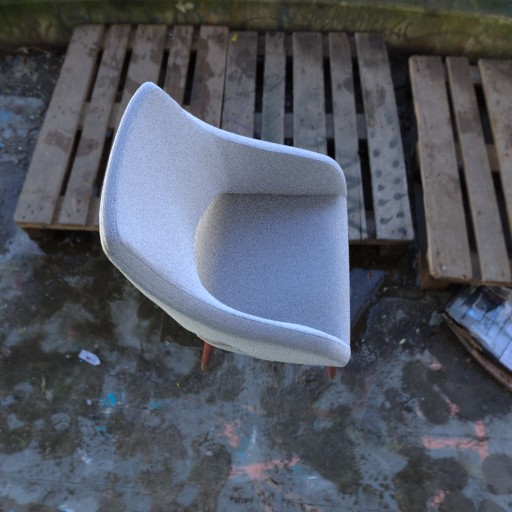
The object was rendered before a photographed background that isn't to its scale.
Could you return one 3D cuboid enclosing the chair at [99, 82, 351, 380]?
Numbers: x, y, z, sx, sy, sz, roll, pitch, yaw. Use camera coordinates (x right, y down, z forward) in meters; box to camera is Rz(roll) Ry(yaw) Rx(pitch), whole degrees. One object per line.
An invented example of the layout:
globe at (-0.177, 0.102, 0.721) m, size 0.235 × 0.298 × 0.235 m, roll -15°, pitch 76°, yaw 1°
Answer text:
chair at (0.000, 0.000, 1.287) m, size 0.600 × 0.889 × 0.609 m, roll 4°, pitch 64°, yaw 2°
